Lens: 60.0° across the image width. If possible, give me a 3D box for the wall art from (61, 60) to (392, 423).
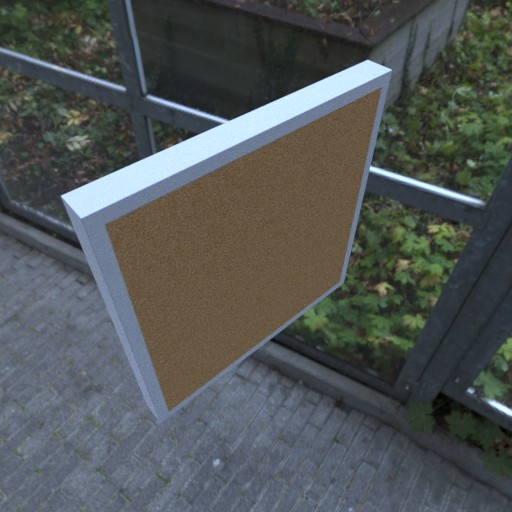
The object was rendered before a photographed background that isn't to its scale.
[{"bbox_3d":[0.000,0.000,0.605,0.406,0.406,0.038,-33,55,-27],"label":"wall art"}]
